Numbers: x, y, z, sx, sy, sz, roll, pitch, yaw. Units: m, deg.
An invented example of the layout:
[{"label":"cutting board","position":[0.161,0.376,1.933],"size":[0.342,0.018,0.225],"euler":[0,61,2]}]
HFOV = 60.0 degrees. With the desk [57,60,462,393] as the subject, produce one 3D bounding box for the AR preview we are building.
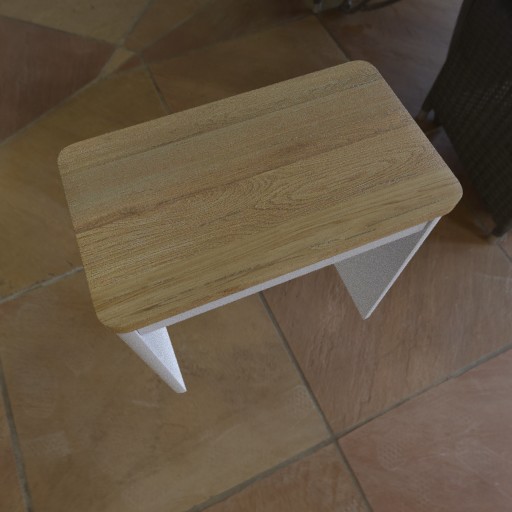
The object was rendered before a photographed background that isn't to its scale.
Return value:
[{"label":"desk","position":[0.000,0.000,1.278],"size":[0.760,0.790,0.440],"euler":[-20,66,-9]}]
